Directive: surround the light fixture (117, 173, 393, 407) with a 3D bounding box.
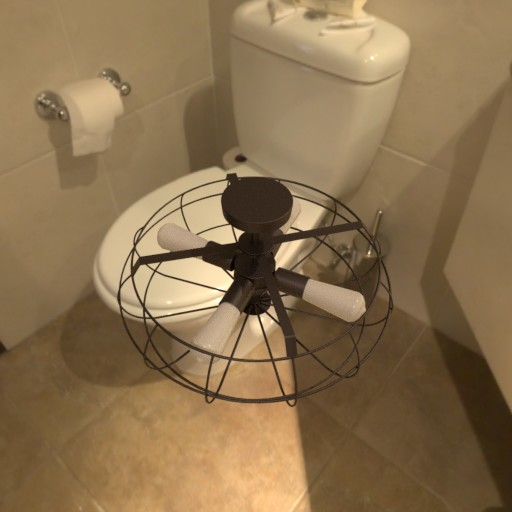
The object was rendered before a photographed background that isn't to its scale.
[{"bbox_3d":[0.000,0.000,0.921,0.582,0.311,0.582,0,47,0],"label":"light fixture"}]
